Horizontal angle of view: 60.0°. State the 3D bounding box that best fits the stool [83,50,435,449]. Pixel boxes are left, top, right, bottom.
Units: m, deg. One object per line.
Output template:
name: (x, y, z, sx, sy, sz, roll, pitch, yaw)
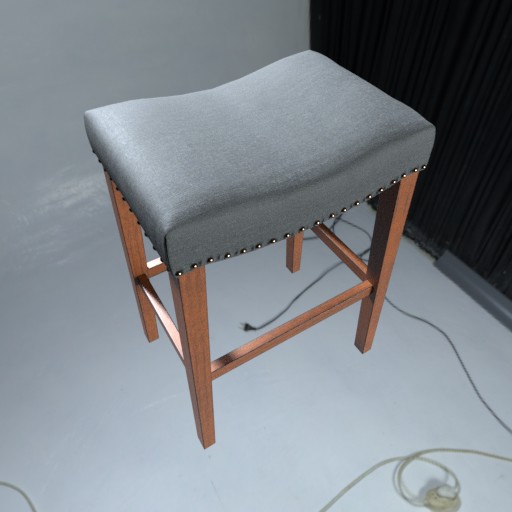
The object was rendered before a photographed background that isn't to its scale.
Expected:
stool: (0.000, 0.000, 0.837, 0.439, 0.612, 0.320, -24, 52, -21)
